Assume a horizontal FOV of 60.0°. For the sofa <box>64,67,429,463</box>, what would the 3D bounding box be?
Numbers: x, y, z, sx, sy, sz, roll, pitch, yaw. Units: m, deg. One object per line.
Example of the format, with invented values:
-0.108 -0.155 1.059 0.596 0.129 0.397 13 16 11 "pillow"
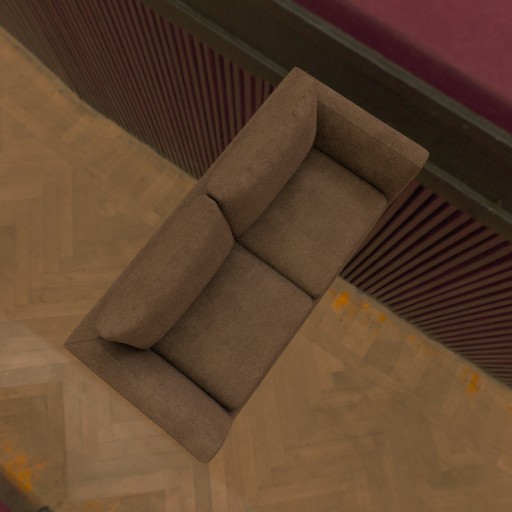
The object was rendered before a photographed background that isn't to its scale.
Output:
0.000 0.000 2.351 0.855 1.013 1.832 36 79 8 "sofa"
